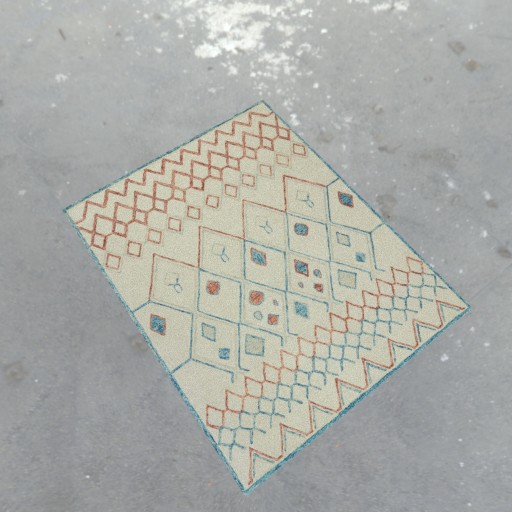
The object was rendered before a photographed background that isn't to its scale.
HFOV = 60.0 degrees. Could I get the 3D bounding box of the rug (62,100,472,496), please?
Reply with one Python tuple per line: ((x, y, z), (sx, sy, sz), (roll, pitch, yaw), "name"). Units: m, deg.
((0.000, 0.000, 4.084), (2.441, 0.016, 3.050), (-33, 68, -15), "rug")
